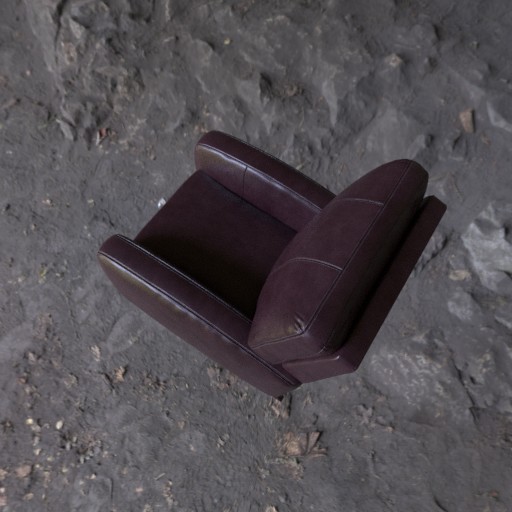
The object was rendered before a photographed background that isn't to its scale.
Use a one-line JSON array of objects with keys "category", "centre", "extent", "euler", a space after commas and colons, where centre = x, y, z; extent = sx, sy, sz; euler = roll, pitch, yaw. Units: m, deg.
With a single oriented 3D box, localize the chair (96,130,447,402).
[{"category": "chair", "centre": [0.000, 0.000, 1.691], "extent": [0.990, 0.990, 0.762], "euler": [31, 68, 14]}]
